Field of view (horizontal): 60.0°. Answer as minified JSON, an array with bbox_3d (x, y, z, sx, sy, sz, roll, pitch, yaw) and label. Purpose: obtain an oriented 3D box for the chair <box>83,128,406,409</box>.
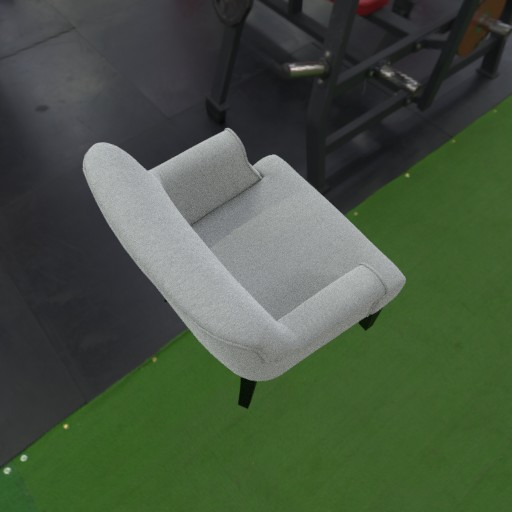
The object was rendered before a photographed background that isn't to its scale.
[{"bbox_3d":[0.000,0.000,1.468,0.750,0.875,0.781,-33,64,-18],"label":"chair"}]
